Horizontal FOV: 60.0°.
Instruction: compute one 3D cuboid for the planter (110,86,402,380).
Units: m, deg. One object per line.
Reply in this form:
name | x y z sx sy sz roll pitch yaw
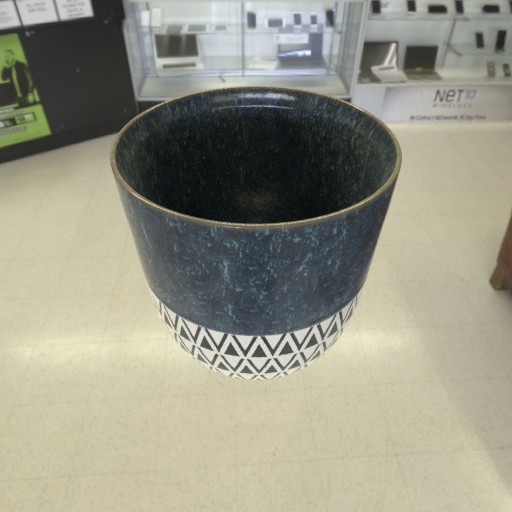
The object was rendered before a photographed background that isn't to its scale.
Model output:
planter | 0.000 0.000 0.375 0.195 0.214 0.195 0 42 0
